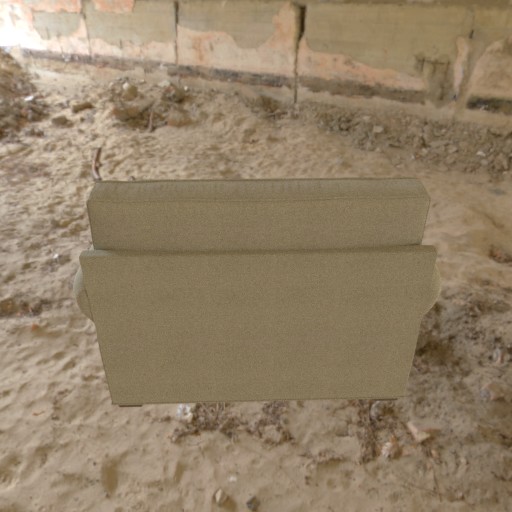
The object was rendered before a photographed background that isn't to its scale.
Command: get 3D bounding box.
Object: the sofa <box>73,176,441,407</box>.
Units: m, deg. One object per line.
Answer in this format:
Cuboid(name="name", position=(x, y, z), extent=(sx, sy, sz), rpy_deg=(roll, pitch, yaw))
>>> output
Cuboid(name="sofa", position=(0.000, 0.000, 2.049), extent=(1.405, 0.991, 0.936), rpy_deg=(-1, 31, -2))
